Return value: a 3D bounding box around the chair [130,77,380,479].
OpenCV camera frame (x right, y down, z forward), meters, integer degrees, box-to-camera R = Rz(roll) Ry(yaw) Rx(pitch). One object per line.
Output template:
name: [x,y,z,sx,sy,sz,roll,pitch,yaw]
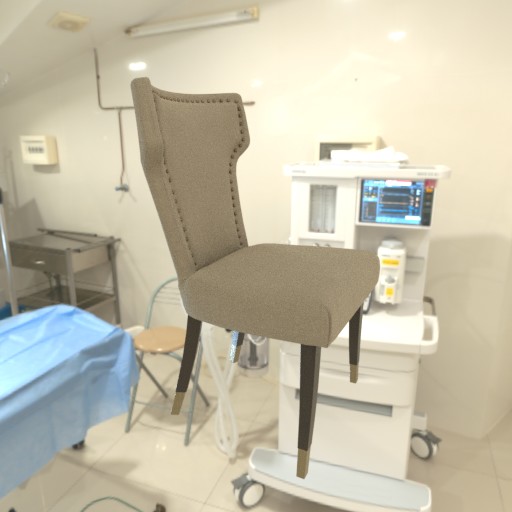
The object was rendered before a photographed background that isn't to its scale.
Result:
chair: [0.000,0.000,1.304,0.630,0.955,0.526,8,17,26]
